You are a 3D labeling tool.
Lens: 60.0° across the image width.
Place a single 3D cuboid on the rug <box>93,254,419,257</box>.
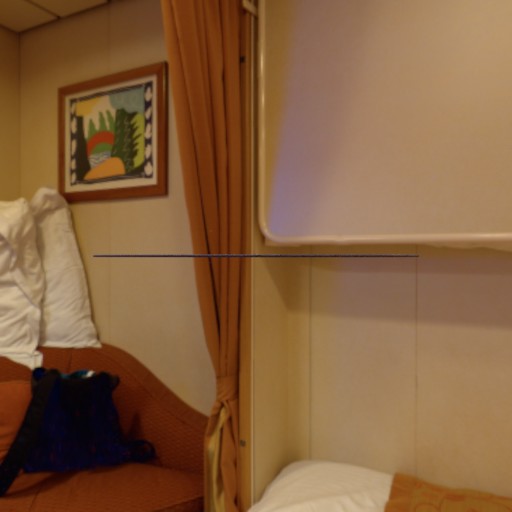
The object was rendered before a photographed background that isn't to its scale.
[{"bbox_3d":[0.000,0.000,3.456,2.386,0.014,2.386,0,0,0],"label":"rug"}]
